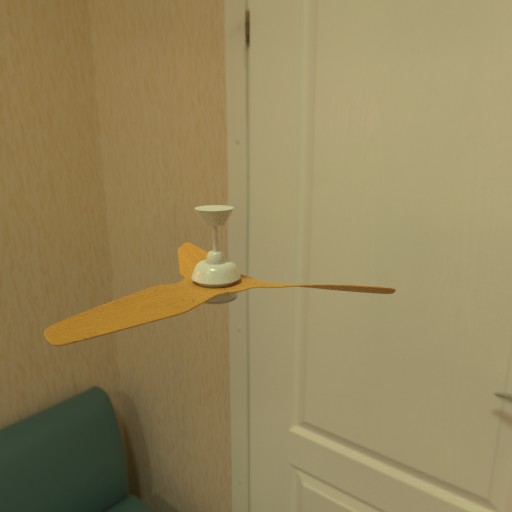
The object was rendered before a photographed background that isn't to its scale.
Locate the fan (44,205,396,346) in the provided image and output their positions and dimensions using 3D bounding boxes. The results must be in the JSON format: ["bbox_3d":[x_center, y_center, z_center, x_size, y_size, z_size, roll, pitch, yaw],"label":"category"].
[{"bbox_3d":[0.000,0.000,1.646,1.010,0.355,1.142,2,15,8],"label":"fan"}]
